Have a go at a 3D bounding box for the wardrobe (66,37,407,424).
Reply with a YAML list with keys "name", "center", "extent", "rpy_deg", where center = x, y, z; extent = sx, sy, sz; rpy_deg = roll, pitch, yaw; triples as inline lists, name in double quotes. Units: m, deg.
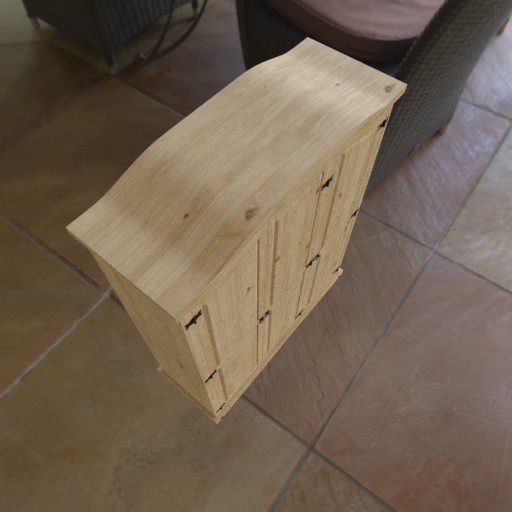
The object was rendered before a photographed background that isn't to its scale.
- name: "wardrobe"
  center: [0.000, 0.000, 2.564]
  extent: [0.570, 1.870, 1.500]
  rpy_deg: [35, 65, 19]
